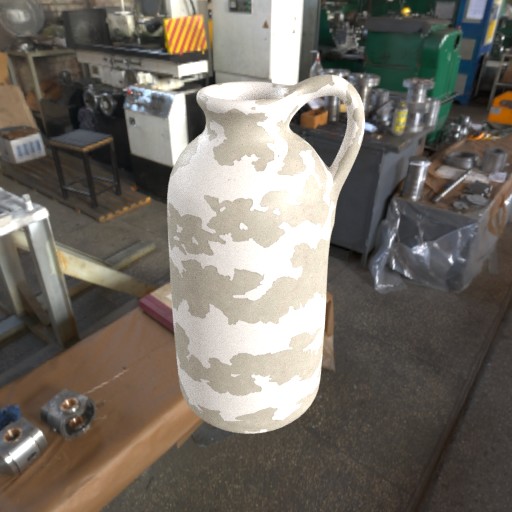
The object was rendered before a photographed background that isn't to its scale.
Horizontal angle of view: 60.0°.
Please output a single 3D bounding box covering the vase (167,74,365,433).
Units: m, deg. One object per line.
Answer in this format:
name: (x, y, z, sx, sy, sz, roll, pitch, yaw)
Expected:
vase: (0.000, 0.000, 0.495, 0.203, 0.382, 0.186, 2, 32, 4)
